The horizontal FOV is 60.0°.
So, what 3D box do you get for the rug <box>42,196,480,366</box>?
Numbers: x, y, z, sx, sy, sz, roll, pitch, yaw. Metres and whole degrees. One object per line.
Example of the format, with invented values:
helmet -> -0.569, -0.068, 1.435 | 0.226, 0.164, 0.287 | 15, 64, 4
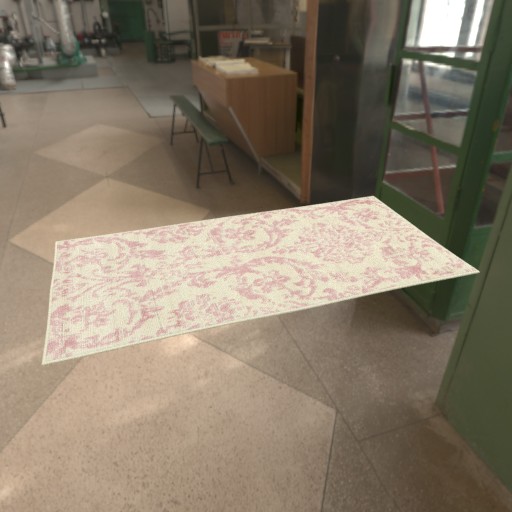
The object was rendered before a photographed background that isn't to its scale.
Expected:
rug -> 0.000, 0.000, 1.408 | 1.219, 0.007, 0.604 | -10, 32, -16
